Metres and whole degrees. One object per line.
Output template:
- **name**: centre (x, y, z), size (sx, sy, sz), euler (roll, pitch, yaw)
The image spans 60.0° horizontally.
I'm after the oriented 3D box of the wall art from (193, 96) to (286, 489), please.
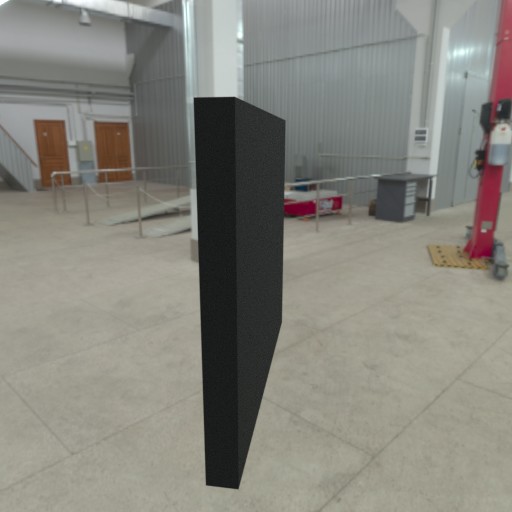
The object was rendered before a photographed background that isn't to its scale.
- **wall art**: centre (0.000, 0.000, 0.537), size (0.031, 0.330, 0.381), euler (2, 15, 9)
